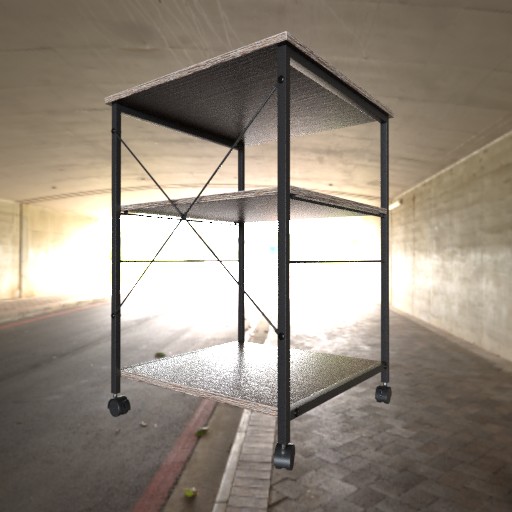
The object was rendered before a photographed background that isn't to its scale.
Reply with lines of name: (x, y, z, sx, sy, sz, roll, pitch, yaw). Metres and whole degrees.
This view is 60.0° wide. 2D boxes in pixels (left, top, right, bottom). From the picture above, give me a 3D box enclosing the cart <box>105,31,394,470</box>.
cart: (0.000, 0.000, 1.116, 0.521, 0.762, 0.520, 0, -1, 37)
